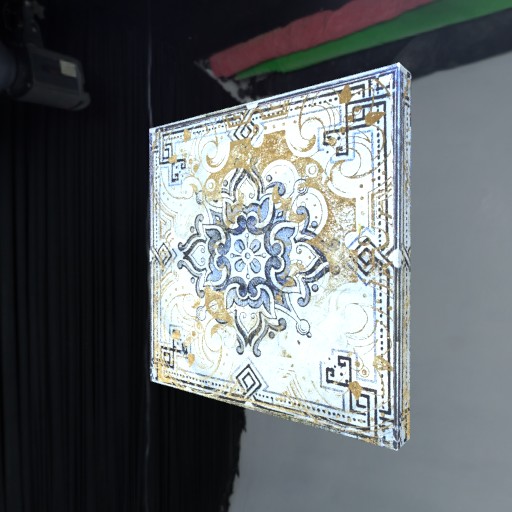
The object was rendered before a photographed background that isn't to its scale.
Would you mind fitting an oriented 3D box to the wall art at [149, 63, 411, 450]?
[{"bbox_3d":[0.000,0.000,0.609,0.411,0.410,0.038,1,1,38],"label":"wall art"}]
